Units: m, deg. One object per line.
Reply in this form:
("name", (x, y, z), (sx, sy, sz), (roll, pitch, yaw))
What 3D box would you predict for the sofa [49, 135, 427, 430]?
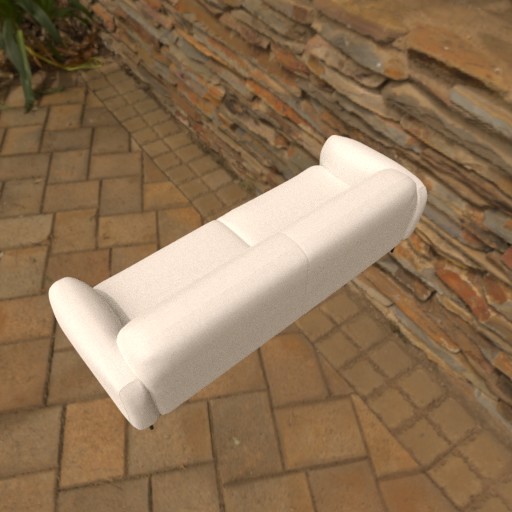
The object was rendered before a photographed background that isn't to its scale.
("sofa", (0.000, 0.000, 2.705), (2.257, 0.780, 0.880), (-32, 56, -25))
